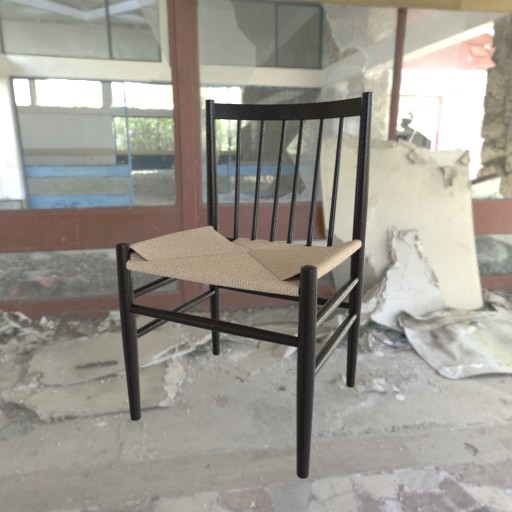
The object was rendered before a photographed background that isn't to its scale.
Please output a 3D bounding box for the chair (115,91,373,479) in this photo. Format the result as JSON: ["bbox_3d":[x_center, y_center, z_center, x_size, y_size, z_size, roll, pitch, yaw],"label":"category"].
[{"bbox_3d":[0.000,0.000,1.158,0.495,0.818,0.516,7,16,25],"label":"chair"}]
